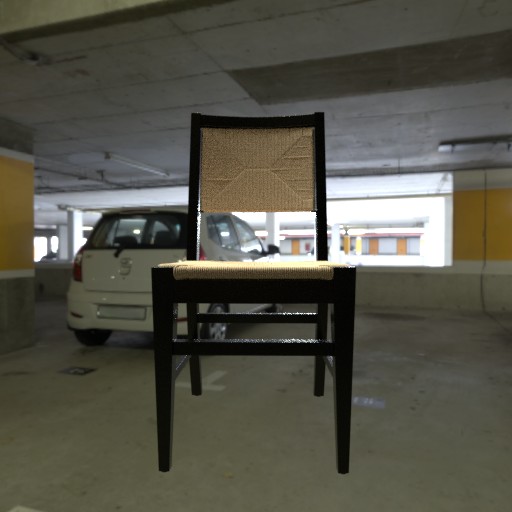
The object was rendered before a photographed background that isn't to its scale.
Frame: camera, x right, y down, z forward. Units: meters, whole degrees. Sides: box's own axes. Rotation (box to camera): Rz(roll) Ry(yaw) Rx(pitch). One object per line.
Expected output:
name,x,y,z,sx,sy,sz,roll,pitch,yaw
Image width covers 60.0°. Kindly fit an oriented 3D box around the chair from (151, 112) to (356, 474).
chair,0.000,0.000,1.205,0.437,0.927,0.552,0,1,1
